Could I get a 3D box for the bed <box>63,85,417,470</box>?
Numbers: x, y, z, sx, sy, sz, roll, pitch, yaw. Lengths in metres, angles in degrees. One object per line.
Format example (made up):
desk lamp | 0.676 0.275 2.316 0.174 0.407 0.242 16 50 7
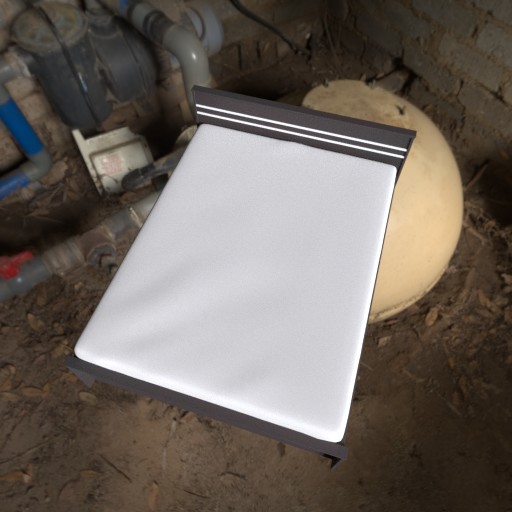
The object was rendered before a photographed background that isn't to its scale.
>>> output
bed | 0.000 0.000 2.955 1.634 0.808 2.103 15 59 9
